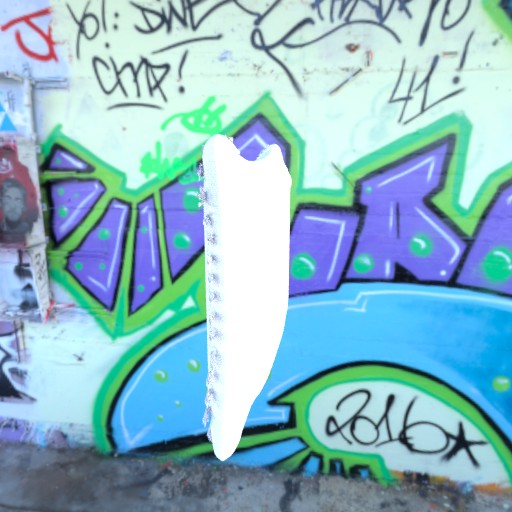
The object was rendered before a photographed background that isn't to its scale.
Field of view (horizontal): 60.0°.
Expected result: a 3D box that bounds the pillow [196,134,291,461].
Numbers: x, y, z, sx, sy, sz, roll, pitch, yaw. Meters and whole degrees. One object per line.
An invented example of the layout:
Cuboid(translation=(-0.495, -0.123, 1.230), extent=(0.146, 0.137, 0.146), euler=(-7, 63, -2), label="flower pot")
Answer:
Cuboid(translation=(0.000, 0.000, 0.601), extent=(0.084, 0.305, 0.466), euler=(2, 14, 8), label="pillow")
